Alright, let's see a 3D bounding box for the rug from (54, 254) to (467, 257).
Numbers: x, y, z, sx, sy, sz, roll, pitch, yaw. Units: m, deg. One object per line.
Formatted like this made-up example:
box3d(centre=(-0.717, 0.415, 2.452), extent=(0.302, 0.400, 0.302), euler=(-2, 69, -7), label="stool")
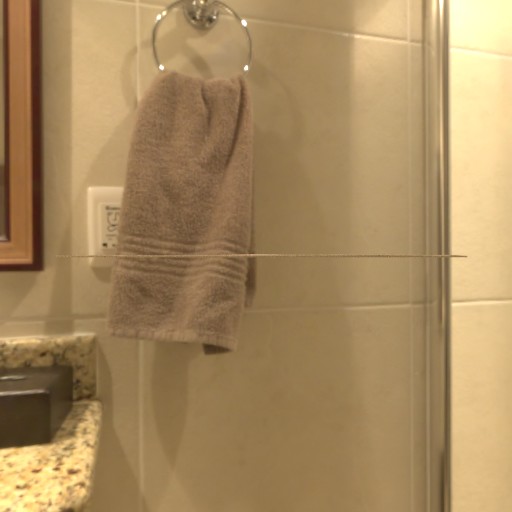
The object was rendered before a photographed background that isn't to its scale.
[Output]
box3d(centre=(0.000, 0.000, 2.352), extent=(1.825, 0.015, 1.232), euler=(0, 0, 37), label="rug")
